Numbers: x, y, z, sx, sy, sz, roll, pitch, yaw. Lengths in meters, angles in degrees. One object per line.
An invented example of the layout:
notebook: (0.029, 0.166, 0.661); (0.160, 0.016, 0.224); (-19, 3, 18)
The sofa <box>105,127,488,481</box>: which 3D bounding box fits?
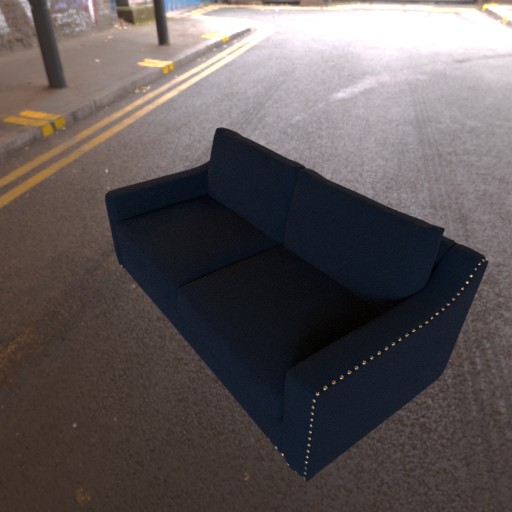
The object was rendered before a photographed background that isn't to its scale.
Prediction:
sofa: (0.000, 0.000, 2.633); (1.104, 0.983, 2.107); (-22, 40, -30)
